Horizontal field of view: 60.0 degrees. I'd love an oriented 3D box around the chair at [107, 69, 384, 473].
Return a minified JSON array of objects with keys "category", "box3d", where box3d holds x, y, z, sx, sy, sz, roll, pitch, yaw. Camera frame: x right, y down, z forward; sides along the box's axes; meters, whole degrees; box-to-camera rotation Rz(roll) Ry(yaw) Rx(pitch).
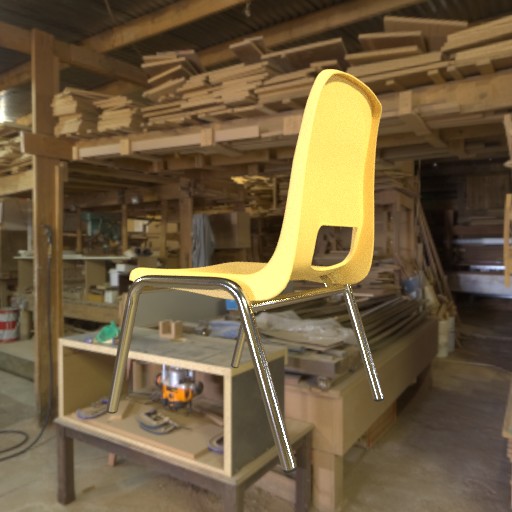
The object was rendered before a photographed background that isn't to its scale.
[{"category":"chair","box3d":[0.000,0.000,0.779,0.385,0.536,0.354,1,2,36]}]
